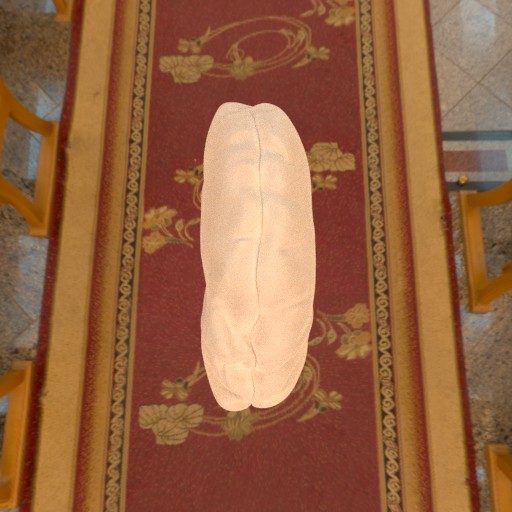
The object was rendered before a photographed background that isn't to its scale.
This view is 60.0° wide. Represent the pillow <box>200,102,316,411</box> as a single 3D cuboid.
[{"bbox_3d":[0.000,0.000,0.640,0.148,0.407,0.428,1,76,0],"label":"pillow"}]
